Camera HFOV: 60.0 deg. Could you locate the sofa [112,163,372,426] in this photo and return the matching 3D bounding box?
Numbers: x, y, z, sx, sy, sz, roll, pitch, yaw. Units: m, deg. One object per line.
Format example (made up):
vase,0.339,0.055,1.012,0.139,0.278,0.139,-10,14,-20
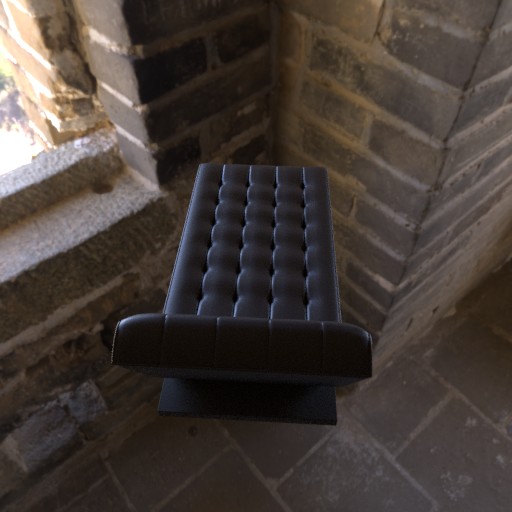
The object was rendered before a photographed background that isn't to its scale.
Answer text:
sofa,0.000,0.000,2.030,0.760,0.820,1.560,2,46,2
